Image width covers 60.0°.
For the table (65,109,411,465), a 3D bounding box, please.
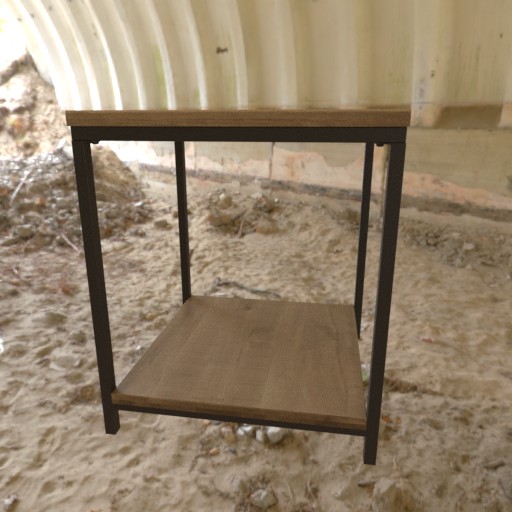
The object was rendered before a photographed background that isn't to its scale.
[{"bbox_3d":[0.000,0.000,0.958,0.507,0.589,0.503,3,17,9],"label":"table"}]
